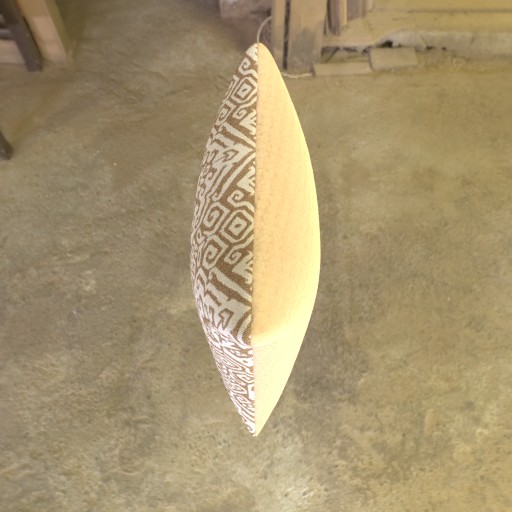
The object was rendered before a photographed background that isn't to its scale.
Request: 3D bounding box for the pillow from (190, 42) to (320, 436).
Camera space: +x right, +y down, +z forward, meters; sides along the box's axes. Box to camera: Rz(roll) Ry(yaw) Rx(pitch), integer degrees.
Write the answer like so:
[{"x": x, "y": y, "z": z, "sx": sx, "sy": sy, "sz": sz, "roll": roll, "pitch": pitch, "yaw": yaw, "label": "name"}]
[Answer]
[{"x": 0.000, "y": 0.000, "z": 0.638, "sx": 0.173, "sy": 0.407, "sz": 0.419, "roll": 1, "pitch": 58, "yaw": 0, "label": "pillow"}]
